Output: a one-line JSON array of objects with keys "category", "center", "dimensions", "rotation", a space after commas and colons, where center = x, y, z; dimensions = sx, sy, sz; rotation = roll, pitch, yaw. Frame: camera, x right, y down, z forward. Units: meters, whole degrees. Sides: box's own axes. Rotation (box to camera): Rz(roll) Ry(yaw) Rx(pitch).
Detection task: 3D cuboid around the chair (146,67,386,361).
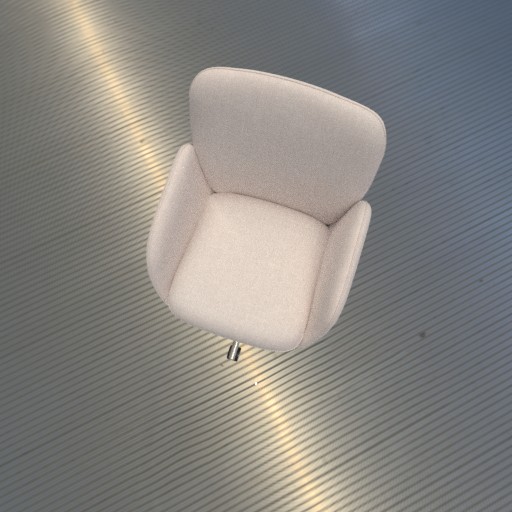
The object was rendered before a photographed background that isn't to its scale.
[{"category": "chair", "center": [0.000, 0.000, 1.407], "dimensions": [0.648, 0.959, 0.633], "rotation": [17, 75, 5]}]
